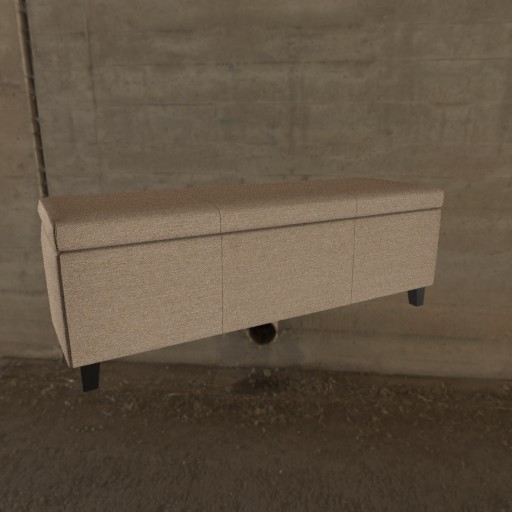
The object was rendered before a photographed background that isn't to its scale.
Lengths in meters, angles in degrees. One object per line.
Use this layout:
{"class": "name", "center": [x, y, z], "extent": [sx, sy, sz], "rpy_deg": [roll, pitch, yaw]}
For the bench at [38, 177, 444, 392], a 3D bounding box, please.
{"class": "bench", "center": [0.000, 0.000, 1.476], "extent": [1.269, 0.438, 0.446], "rpy_deg": [-8, 18, -27]}
